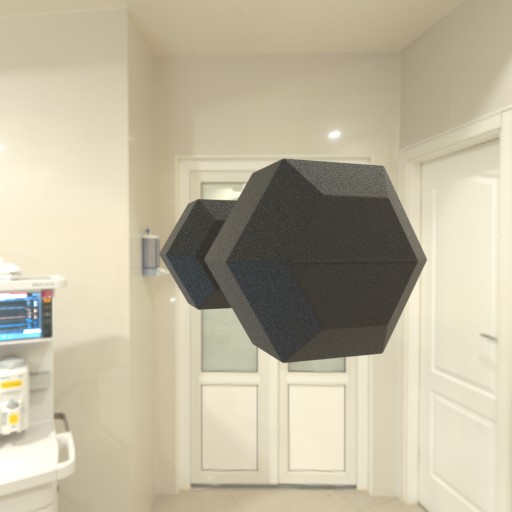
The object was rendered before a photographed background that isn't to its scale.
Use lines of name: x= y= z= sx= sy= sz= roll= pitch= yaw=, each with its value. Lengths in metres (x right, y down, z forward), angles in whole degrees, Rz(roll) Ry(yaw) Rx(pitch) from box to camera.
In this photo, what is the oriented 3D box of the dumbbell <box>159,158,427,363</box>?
dumbbell: x=0.000 y=0.000 z=0.381 sx=0.129 sy=0.113 sz=0.315 roll=0 pitch=1 yaw=-20
